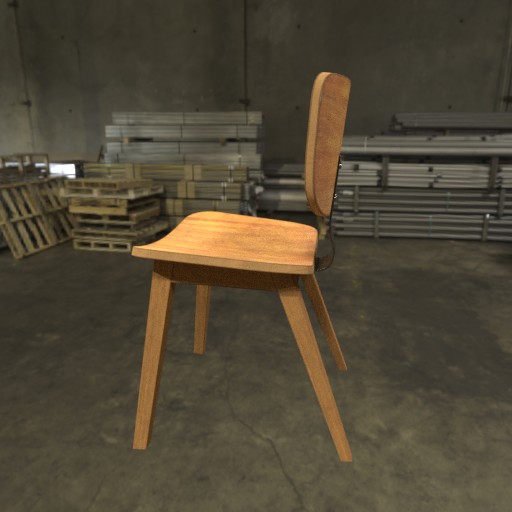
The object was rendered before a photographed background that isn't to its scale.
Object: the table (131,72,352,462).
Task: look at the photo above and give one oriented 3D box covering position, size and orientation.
[{"bbox_3d":[0.000,0.000,1.110,0.500,0.805,0.499,3,15,9],"label":"table"}]
